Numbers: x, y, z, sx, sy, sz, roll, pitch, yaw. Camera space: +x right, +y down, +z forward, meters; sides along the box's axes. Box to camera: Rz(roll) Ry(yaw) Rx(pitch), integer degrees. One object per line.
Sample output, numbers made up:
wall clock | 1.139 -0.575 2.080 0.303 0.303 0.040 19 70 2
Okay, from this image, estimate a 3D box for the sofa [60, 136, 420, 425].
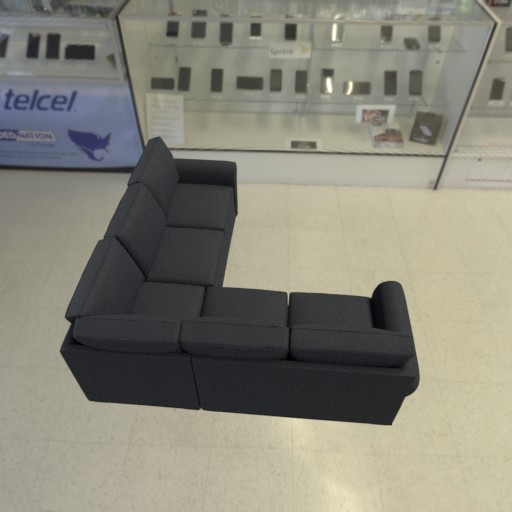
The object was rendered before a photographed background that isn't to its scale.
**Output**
sofa | 0.000 0.000 4.027 2.487 1.042 2.562 3 46 3
